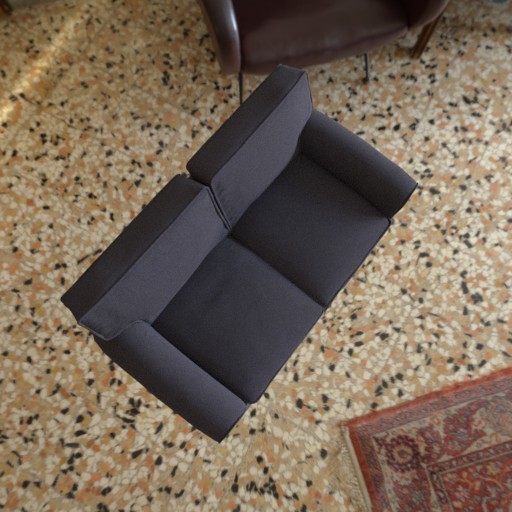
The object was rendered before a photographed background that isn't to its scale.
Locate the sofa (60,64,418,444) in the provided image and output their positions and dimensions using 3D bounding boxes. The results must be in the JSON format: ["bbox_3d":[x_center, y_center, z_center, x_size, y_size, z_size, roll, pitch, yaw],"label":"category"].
[{"bbox_3d":[0.000,0.000,2.487,0.997,1.059,1.801,38,77,10],"label":"sofa"}]
